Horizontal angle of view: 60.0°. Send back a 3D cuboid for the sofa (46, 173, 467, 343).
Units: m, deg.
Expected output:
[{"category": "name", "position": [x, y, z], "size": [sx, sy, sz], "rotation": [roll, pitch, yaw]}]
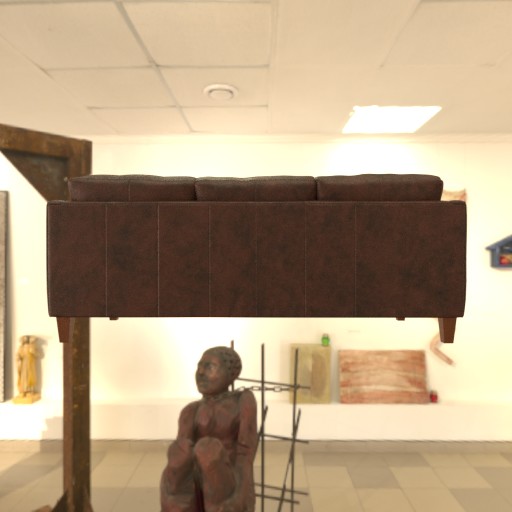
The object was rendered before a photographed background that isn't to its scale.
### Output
[{"category": "sofa", "position": [0.000, 0.000, 3.070], "size": [2.464, 1.006, 1.045], "rotation": [0, 0, 1]}]
